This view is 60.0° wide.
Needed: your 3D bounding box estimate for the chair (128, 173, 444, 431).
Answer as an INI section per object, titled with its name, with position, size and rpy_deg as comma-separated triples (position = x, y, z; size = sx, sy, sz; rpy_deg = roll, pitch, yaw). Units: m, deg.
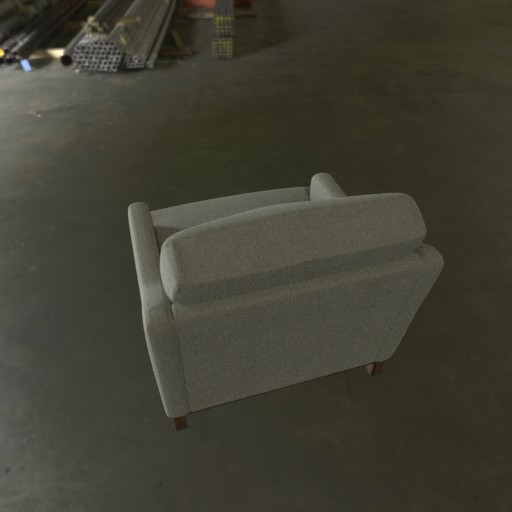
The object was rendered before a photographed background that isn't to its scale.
[chair]
position = 0.000, 0.000, 1.570
size = 0.826, 0.821, 0.892
rpy_deg = -11, 41, -13
